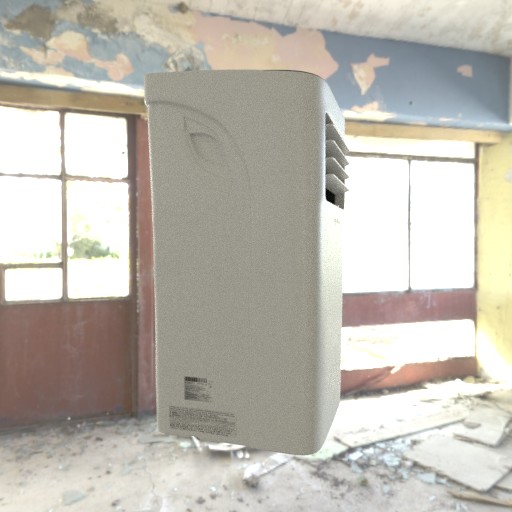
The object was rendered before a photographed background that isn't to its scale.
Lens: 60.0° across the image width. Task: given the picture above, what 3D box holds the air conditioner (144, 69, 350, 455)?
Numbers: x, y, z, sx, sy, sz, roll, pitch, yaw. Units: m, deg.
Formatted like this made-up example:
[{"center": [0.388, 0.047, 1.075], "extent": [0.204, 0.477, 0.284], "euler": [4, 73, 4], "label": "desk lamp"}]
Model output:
[{"center": [0.000, 0.000, 0.954], "extent": [0.369, 0.716, 0.352], "euler": [1, 2, 19], "label": "air conditioner"}]
